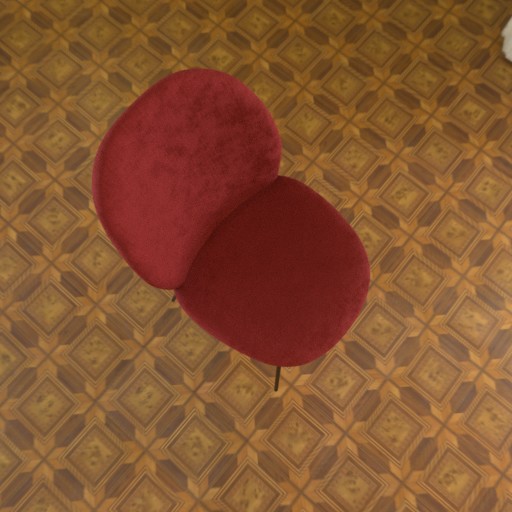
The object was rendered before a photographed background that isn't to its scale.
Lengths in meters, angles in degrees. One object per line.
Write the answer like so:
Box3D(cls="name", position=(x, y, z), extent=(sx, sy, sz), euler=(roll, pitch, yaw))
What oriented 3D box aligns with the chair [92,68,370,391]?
Box3D(cls="chair", position=(0.000, 0.000, 1.131), extent=(0.587, 0.791, 0.458), euler=(39, 79, 9))
